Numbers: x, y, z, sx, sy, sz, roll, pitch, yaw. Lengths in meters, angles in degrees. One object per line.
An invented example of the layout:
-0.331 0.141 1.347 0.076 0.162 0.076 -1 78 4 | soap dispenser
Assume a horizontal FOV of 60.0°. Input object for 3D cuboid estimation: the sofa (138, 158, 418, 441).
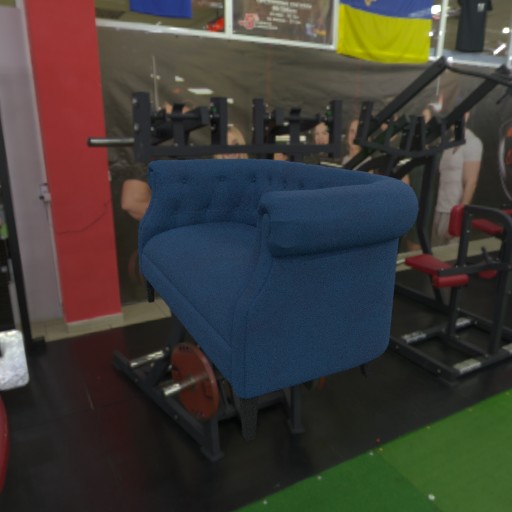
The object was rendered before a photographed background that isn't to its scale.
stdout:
0.000 0.000 2.113 0.835 0.827 1.558 -8 18 -25 | sofa
